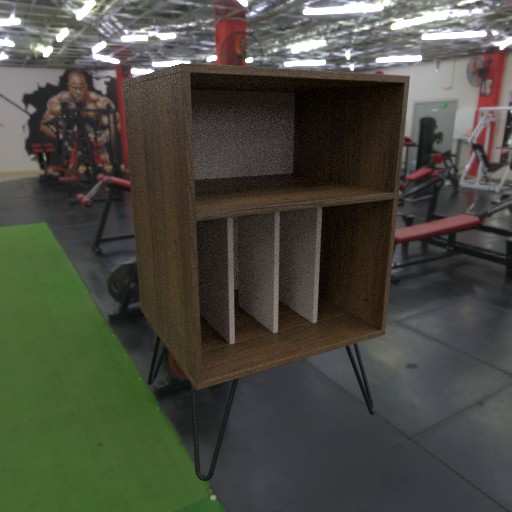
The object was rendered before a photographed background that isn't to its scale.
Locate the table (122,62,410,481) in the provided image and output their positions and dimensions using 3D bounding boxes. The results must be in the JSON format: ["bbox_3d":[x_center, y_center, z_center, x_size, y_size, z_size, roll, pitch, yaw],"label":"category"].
[{"bbox_3d":[0.000,0.000,1.163,0.526,0.866,0.457,-9,20,-27],"label":"table"}]
